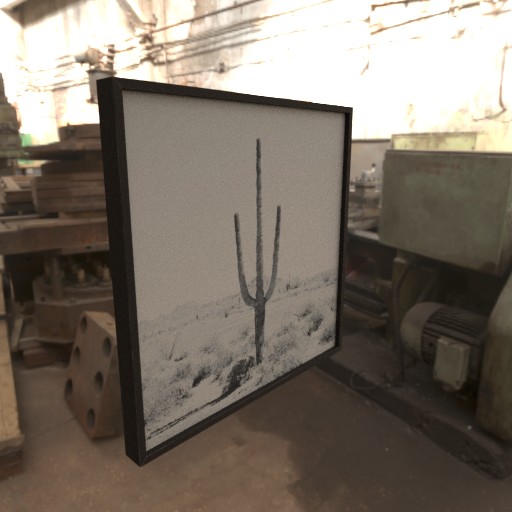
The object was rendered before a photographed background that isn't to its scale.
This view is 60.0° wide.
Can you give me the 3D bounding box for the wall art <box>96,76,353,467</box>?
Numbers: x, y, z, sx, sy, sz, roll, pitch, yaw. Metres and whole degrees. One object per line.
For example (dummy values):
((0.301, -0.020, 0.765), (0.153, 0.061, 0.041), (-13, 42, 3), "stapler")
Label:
((0.000, 0.000, 0.747), (0.038, 0.508, 0.508), (12, 18, 42), "wall art")
